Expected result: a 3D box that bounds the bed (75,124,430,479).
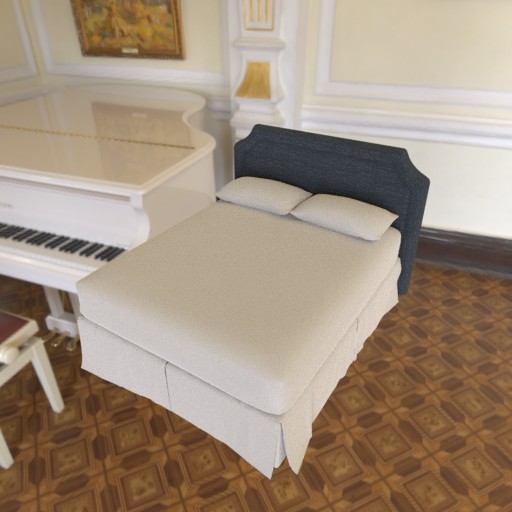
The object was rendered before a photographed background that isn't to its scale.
[{"bbox_3d":[0.000,0.000,3.282,1.828,1.297,2.208,19,36,28],"label":"bed"}]
